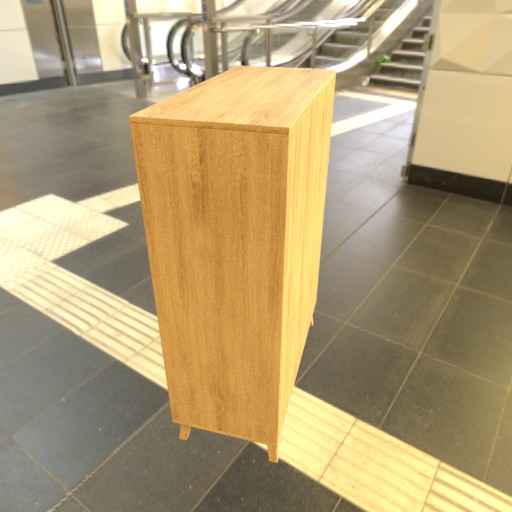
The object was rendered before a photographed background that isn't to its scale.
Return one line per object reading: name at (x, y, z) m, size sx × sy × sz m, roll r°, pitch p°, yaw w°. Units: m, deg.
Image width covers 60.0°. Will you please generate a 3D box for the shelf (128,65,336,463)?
shelf at (0.000, 0.000, 1.925) m, size 0.450 × 1.390 × 1.000 m, roll 8°, pitch 32°, yaw 13°
